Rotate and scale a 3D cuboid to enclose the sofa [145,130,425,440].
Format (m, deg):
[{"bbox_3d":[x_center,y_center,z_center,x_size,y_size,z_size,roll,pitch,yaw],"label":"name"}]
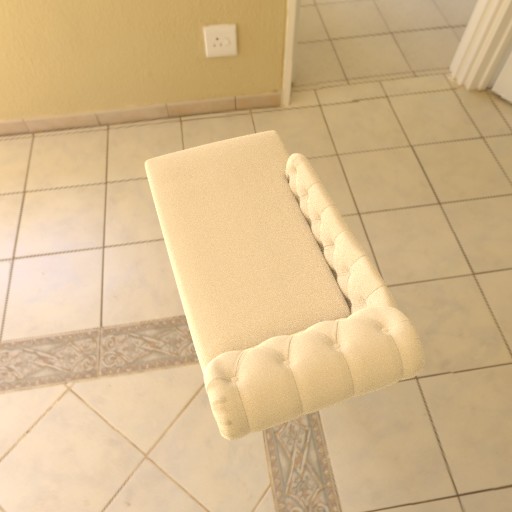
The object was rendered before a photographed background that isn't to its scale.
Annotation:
[{"bbox_3d":[0.000,0.000,1.799,0.675,0.787,1.379,-16,60,-10],"label":"sofa"}]
